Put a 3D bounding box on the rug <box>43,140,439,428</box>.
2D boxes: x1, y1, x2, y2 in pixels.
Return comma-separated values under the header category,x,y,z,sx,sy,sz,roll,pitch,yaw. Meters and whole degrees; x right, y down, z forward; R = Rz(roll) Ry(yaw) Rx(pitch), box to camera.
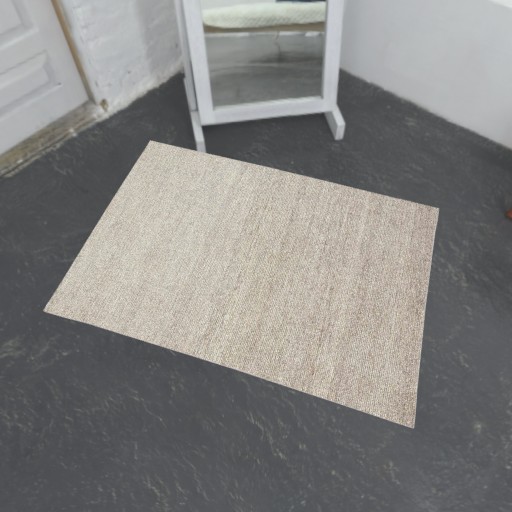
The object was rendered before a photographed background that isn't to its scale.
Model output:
category,x,y,z,sx,sy,sz,roll,pitch,yaw
rug,0.000,0.000,3.036,2.342,0.030,1.609,15,59,9
